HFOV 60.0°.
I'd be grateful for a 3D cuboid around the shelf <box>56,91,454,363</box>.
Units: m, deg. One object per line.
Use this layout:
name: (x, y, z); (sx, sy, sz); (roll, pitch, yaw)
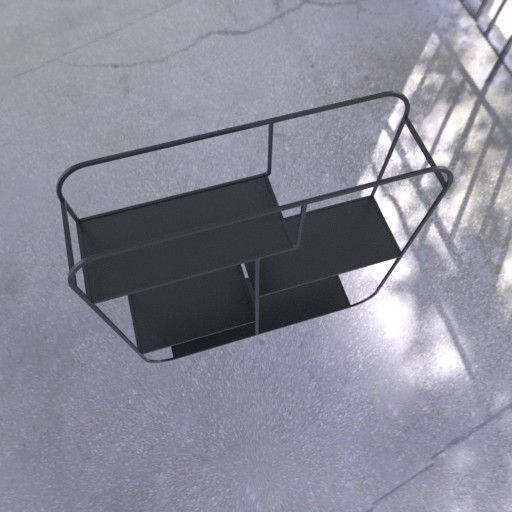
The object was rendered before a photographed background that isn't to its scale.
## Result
shelf: (0.000, 0.000, 0.912); (0.600, 0.600, 0.160); (-15, 65, -7)
